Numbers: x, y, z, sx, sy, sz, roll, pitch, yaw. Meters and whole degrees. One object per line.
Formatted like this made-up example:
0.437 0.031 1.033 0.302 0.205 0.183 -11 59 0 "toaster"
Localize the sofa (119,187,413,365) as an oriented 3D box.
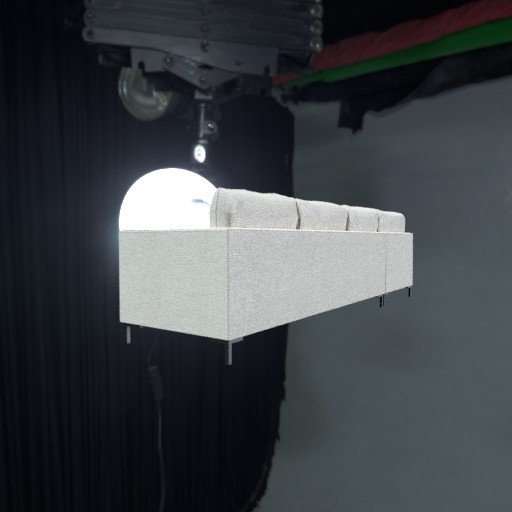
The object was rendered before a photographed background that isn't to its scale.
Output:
0.000 0.000 4.292 2.048 0.996 3.384 2 3 35 "sofa"
